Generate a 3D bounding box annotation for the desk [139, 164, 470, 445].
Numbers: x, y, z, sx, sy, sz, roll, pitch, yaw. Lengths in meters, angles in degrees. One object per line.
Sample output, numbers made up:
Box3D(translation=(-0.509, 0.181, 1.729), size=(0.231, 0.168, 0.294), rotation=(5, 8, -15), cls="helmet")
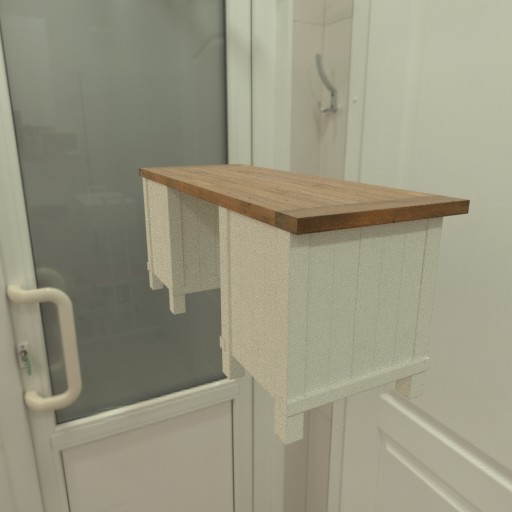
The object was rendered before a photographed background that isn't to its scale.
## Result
Box3D(translation=(0.000, 0.000, 2.216), size=(0.688, 0.760, 1.803), rotation=(-8, 18, -26), cls="desk")
